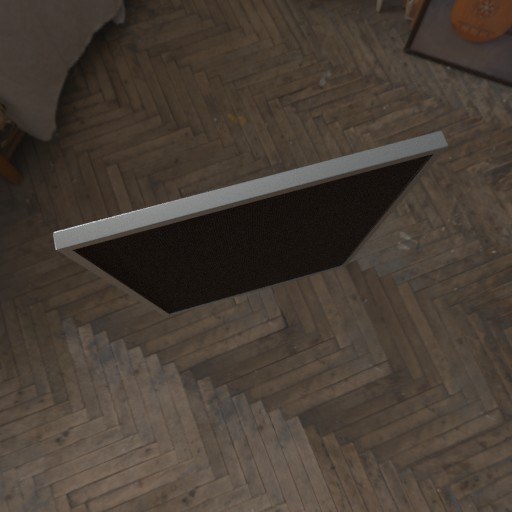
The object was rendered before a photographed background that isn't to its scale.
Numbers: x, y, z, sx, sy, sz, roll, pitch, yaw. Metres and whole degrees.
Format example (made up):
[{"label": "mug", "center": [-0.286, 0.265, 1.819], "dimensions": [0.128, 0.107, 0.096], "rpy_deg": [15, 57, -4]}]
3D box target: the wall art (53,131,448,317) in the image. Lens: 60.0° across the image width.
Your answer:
[{"label": "wall art", "center": [0.000, 0.000, 1.386], "dimensions": [0.801, 1.062, 0.037], "rpy_deg": [-15, 76, -4]}]
